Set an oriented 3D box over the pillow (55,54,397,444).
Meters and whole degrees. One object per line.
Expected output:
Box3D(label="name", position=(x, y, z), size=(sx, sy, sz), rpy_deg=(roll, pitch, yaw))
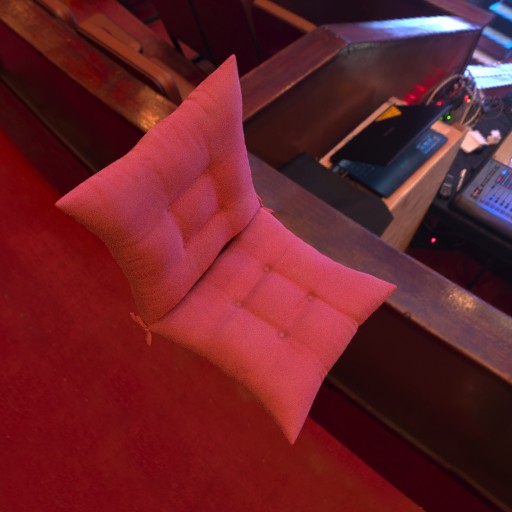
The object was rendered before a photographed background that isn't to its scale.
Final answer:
Box3D(label="pillow", position=(0.000, 0.000, 1.011), size=(0.585, 0.536, 0.541), rpy_deg=(33, 65, 18))
